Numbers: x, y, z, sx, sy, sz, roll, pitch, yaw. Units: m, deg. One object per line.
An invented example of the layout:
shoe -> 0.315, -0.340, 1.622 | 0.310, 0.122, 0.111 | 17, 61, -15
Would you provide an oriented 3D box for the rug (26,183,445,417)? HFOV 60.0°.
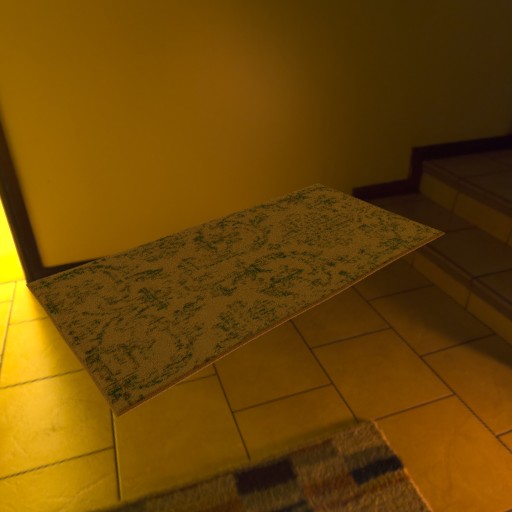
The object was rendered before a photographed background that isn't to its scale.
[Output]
rug -> 0.000, 0.000, 1.409 | 1.220, 0.007, 0.605 | -23, 38, -33
